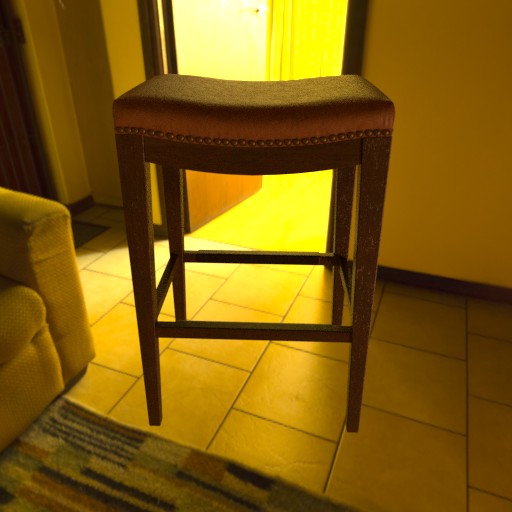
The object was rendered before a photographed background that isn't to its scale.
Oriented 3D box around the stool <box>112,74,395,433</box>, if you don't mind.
[{"bbox_3d":[0.000,0.000,1.034,0.500,0.759,0.361,1,29,2],"label":"stool"}]
